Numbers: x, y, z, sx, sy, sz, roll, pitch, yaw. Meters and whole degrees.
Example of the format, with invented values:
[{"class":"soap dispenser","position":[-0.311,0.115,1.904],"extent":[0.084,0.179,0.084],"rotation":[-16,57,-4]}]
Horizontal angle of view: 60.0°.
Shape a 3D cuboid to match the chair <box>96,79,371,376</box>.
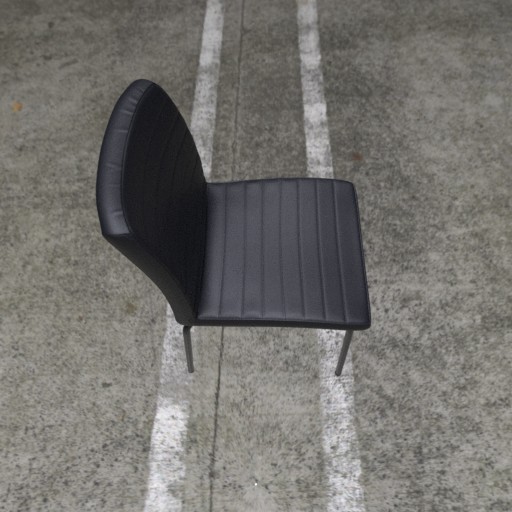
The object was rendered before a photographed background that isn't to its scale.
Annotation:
[{"class":"chair","position":[0.000,0.000,1.192],"extent":[0.572,0.872,0.450],"rotation":[0,63,0]}]
